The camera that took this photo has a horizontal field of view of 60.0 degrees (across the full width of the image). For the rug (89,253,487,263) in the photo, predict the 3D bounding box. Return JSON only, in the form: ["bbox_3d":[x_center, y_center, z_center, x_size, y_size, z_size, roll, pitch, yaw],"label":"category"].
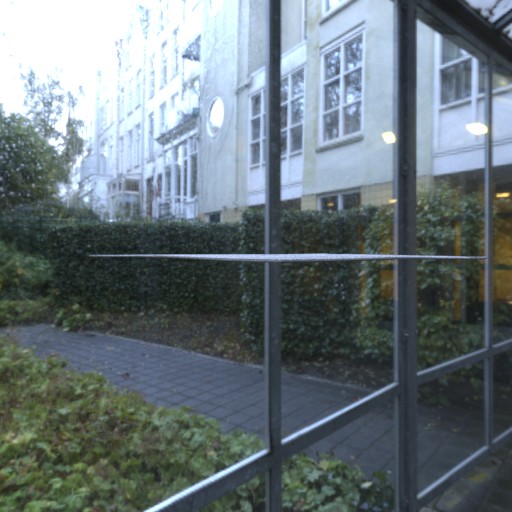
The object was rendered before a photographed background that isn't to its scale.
[{"bbox_3d":[0.000,0.000,2.265,1.159,0.021,1.789,0,1,-37],"label":"rug"}]
